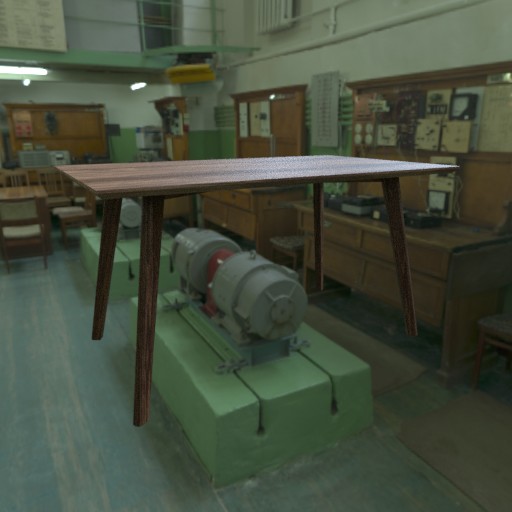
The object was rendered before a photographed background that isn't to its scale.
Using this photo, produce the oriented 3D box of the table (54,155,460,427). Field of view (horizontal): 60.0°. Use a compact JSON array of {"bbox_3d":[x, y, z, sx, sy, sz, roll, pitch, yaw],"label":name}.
[{"bbox_3d":[0.000,0.000,1.813,1.349,0.724,0.801,-9,19,-29],"label":"table"}]
